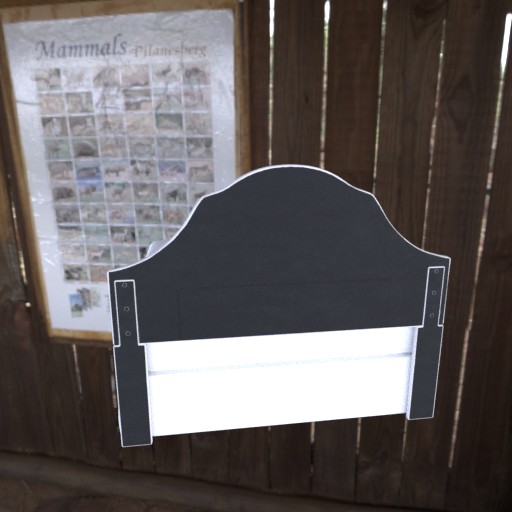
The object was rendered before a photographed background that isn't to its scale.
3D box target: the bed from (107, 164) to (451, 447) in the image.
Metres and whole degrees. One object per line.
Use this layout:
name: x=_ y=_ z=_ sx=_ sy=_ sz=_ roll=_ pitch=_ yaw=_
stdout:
bed: x=0.000 y=0.000 z=3.717 sx=2.039 sy=1.617 sz=2.477 roll=-2 pitch=15 yaw=-8
